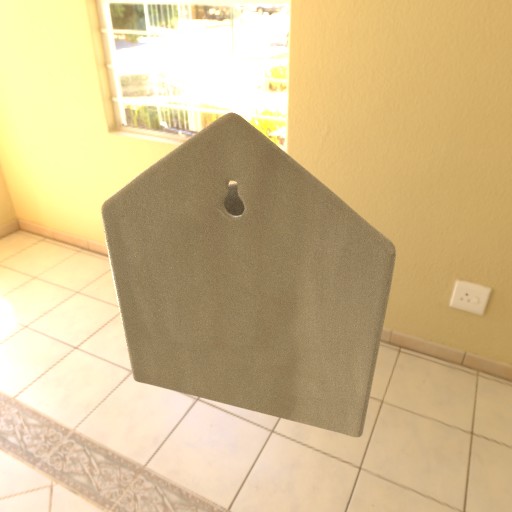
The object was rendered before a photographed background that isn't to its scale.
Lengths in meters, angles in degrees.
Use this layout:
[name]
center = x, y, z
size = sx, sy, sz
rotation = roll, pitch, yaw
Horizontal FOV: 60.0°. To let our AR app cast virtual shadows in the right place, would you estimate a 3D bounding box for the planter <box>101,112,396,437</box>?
[planter]
center = 0.000, 0.000, 0.279
size = 0.163, 0.194, 0.080
rotation = 9, 32, 15
